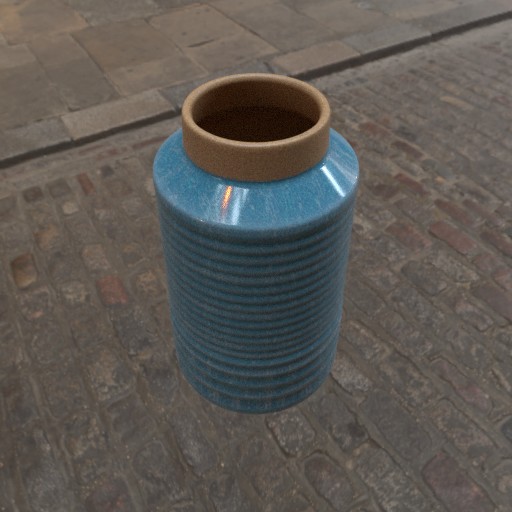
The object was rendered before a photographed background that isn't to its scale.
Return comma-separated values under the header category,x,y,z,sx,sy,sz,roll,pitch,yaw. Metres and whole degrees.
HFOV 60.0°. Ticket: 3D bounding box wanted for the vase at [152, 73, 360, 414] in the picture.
category,x,y,z,sx,sy,sz,roll,pitch,yaw
vase,0.000,0.000,0.366,0.163,0.267,0.163,0,47,0
